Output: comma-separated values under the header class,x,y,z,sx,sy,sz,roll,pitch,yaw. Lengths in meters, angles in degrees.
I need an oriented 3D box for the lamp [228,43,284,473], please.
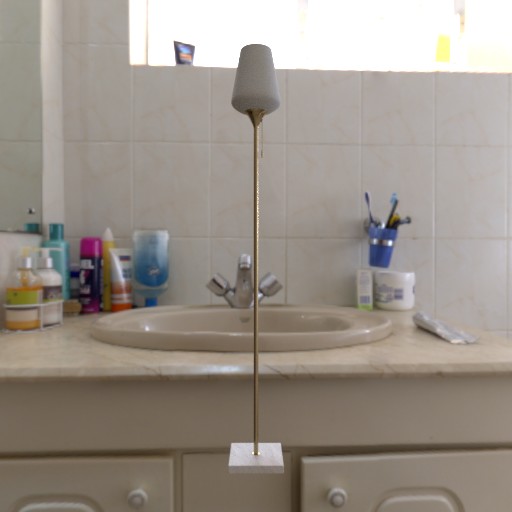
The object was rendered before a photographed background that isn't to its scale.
class,x,y,z,sx,sy,sz,roll,pitch,yaw
lamp,0.000,0.000,1.959,0.232,1.813,0.229,0,0,0
